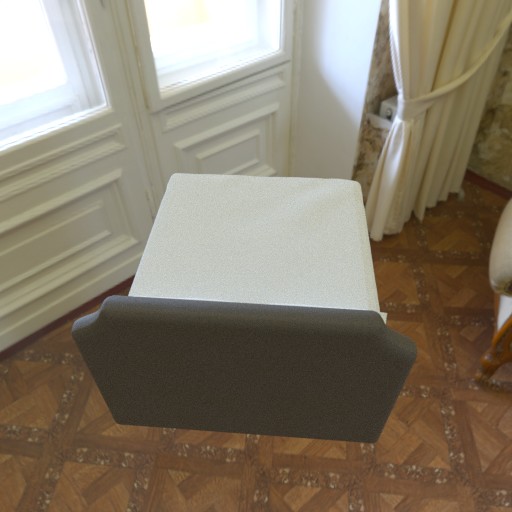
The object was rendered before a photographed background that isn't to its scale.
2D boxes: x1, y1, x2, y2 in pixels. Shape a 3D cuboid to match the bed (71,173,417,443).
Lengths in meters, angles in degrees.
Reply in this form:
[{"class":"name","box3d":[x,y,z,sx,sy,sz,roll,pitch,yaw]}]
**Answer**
[{"class":"bed","box3d":[0.000,0.000,3.879,2.194,1.561,2.536,3,46,3]}]
